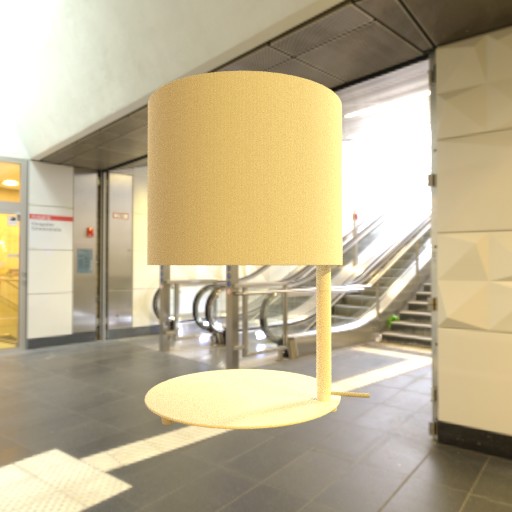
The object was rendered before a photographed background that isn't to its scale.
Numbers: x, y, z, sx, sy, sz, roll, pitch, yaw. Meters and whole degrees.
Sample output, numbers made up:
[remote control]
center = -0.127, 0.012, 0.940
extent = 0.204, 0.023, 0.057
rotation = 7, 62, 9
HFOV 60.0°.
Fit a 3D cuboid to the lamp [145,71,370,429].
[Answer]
[lamp]
center = 0.000, 0.000, 0.689
extent = 0.341, 0.454, 0.299
rotation = 0, -1, 18
